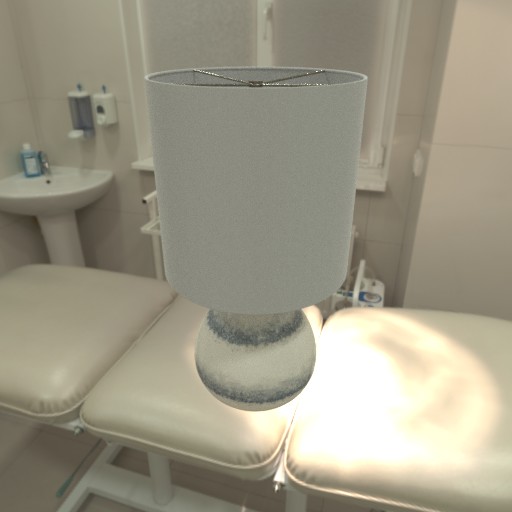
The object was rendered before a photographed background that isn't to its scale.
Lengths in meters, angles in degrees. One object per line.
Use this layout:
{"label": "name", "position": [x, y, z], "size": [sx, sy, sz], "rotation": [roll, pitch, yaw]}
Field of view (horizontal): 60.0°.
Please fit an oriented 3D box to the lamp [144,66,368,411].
{"label": "lamp", "position": [0.000, 0.000, 0.532], "size": [0.216, 0.404, 0.216], "rotation": [8, 28, 16]}
